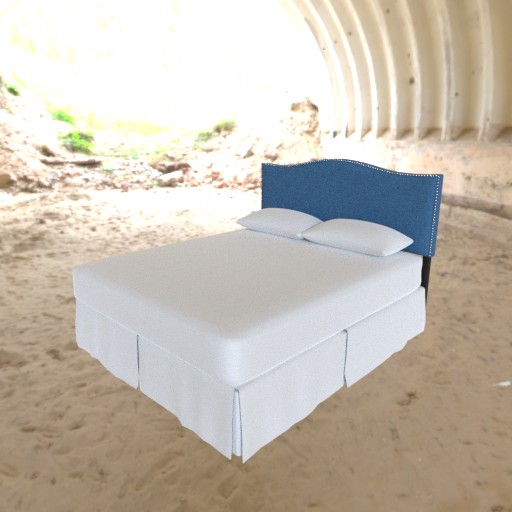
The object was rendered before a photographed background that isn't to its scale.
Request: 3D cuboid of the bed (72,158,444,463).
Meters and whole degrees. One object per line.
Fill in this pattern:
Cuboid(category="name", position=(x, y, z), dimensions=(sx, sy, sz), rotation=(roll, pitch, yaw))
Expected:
Cuboid(category="bed", position=(0.000, 0.000, 2.883), dimensions=(1.610, 1.169, 1.872), rotation=(15, 21, 42))
